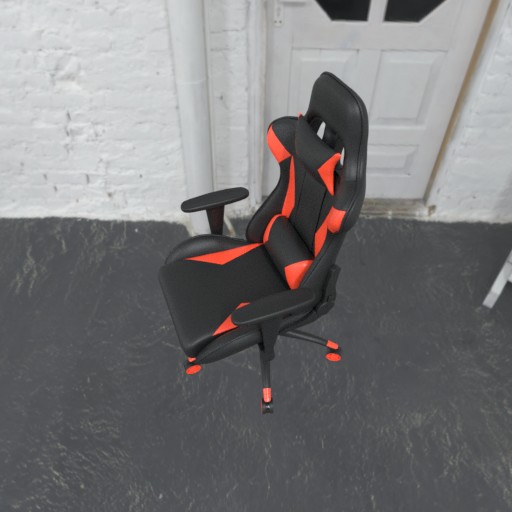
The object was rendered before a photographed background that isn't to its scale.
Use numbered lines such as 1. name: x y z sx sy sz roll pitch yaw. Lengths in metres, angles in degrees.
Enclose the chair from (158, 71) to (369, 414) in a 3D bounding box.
1. chair: 0.000 0.000 1.698 0.730 1.282 0.695 -16 48 -15
